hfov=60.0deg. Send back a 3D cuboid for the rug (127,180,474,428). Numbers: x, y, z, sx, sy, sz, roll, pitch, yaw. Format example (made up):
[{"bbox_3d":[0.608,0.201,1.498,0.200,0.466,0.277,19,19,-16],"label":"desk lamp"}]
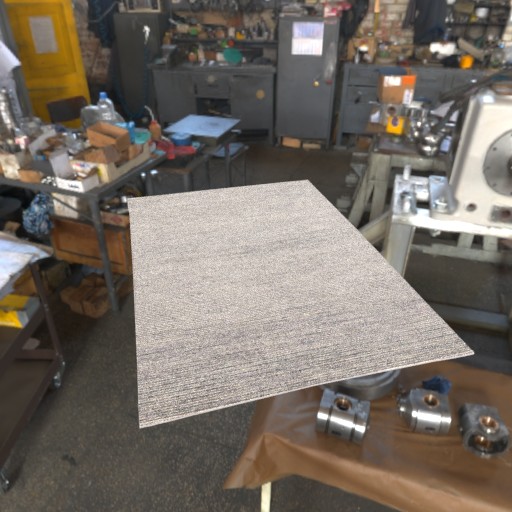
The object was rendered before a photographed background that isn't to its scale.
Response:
[{"bbox_3d":[0.000,0.000,2.924,1.604,0.030,2.307,-8,33,-13],"label":"rug"}]
